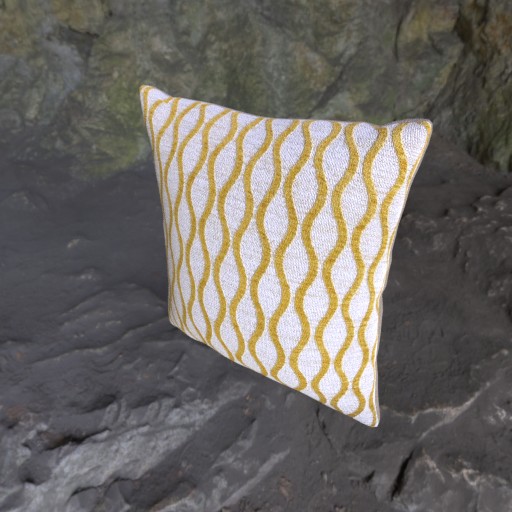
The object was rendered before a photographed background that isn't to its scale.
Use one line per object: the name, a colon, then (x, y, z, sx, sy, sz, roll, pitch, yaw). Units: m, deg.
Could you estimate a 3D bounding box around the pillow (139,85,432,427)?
pillow: (0.000, 0.000, 0.642, 0.429, 0.436, 0.159, 19, 35, 30)
